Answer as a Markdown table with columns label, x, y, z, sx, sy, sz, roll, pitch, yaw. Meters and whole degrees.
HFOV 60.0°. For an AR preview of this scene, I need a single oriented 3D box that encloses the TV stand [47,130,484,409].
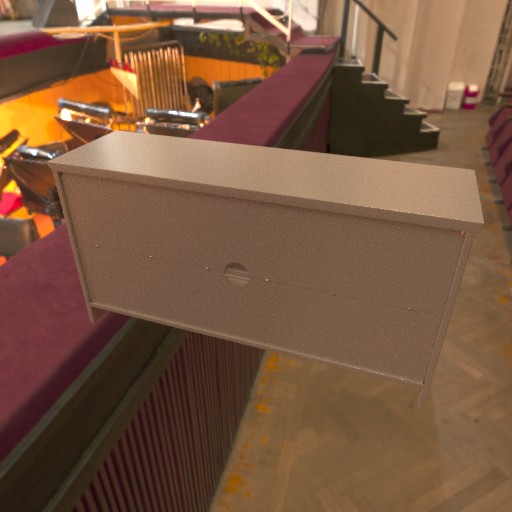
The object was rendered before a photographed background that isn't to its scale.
| label | x | y | z | sx | sy | sz | roll | pitch | yaw |
| --- | --- | --- | --- | --- | --- | --- | --- | --- | --- |
| TV stand | 0.000 | 0.000 | 1.417 | 1.167 | 0.603 | 0.344 | 11 | 33 | 17 |
